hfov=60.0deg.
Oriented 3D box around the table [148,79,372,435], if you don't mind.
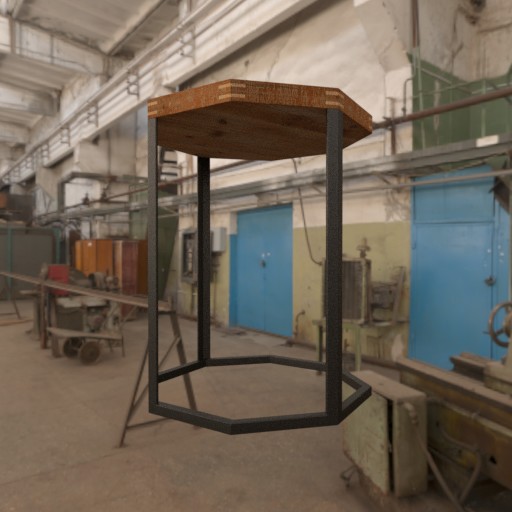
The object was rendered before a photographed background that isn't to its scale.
[{"bbox_3d":[0.000,0.000,0.900,0.458,0.543,0.458,0,1,-35],"label":"table"}]
